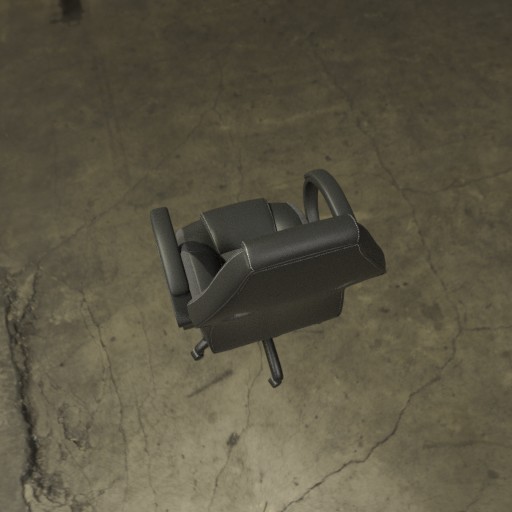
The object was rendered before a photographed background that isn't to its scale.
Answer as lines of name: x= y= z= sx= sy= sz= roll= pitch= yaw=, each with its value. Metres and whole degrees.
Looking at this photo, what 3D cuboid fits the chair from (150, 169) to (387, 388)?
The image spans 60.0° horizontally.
chair: x=0.000 y=0.000 z=1.612 sx=0.673 sy=1.187 sz=0.724 roll=-15 pitch=60 yaw=-9
